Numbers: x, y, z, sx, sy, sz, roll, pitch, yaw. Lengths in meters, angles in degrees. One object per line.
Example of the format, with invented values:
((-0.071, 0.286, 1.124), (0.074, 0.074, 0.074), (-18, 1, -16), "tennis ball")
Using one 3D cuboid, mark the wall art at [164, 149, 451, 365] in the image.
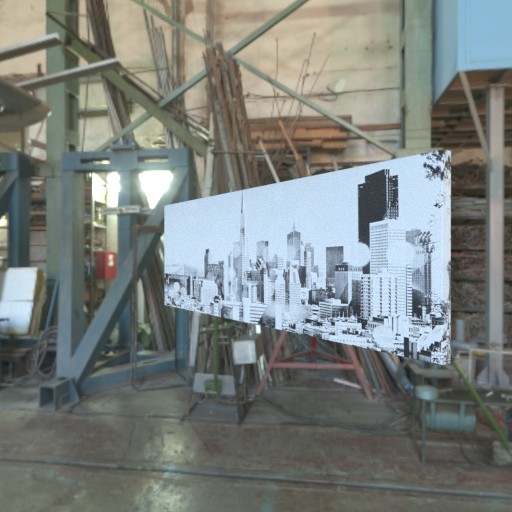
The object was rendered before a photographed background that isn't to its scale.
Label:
((0.000, 0.000, 1.662), (0.039, 0.507, 1.520), (0, 0, -37), "wall art")
